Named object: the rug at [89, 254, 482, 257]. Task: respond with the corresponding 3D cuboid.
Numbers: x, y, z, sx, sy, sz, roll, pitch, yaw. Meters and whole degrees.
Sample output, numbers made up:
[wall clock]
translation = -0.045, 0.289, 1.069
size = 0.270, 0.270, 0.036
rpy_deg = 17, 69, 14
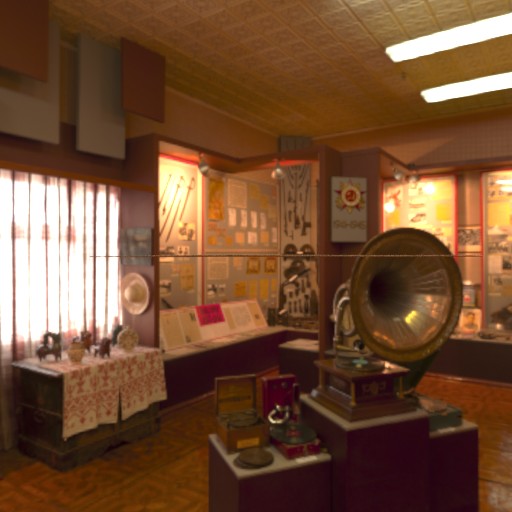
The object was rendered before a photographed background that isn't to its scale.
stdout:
[rug]
translation = 0.000, 0.000, 2.640
size = 2.335, 0.013, 0.697
rpy_deg = 0, 0, 36
